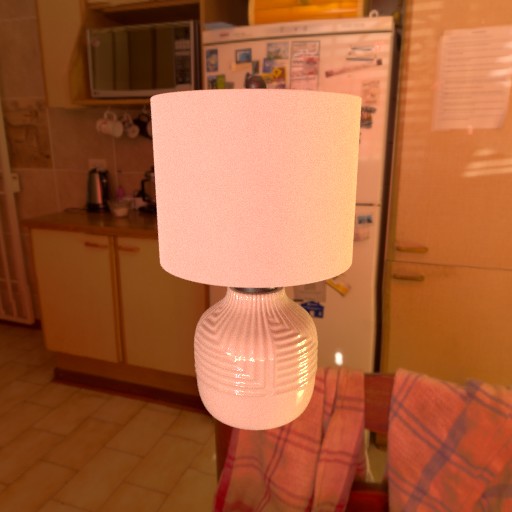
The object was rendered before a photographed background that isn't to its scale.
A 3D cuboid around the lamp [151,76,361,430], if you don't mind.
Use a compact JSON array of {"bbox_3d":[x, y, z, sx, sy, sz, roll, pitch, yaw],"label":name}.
[{"bbox_3d":[0.000,0.000,0.748,0.318,0.567,0.318,0,15,0],"label":"lamp"}]
